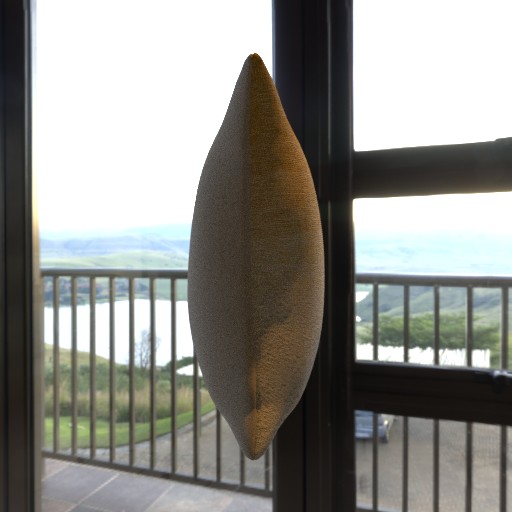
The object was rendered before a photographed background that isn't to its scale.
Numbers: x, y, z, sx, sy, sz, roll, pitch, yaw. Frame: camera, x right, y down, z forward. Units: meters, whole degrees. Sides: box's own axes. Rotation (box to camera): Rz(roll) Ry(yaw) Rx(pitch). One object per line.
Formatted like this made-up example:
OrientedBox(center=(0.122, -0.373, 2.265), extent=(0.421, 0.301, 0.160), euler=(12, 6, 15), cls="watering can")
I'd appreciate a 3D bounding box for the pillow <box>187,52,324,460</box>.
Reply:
OrientedBox(center=(0.000, 0.000, 0.706), extent=(0.211, 0.450, 0.450), euler=(0, 0, 1), cls="pillow")
